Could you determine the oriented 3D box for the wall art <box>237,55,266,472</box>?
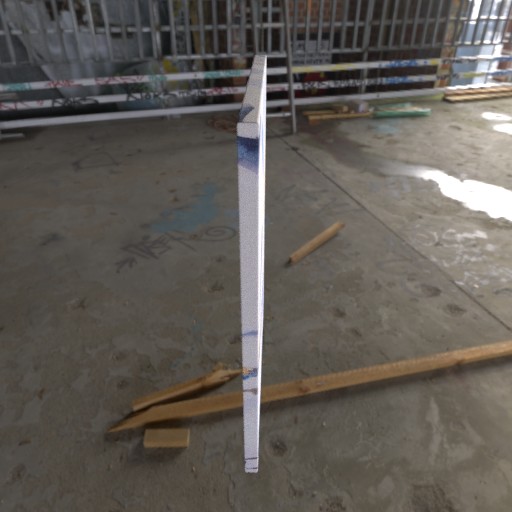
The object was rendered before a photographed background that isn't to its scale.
[{"bbox_3d":[0.000,0.000,1.343,0.038,1.015,0.761,1,32,2],"label":"wall art"}]
